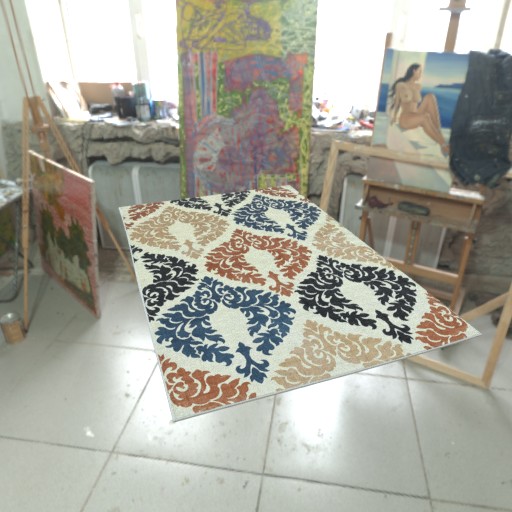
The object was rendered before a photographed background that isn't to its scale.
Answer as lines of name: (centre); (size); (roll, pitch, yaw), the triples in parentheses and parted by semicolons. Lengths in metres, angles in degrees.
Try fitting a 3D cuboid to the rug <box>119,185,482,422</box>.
rug: (0.000, 0.000, 2.852); (1.514, 0.014, 2.275); (-10, 30, -18)
